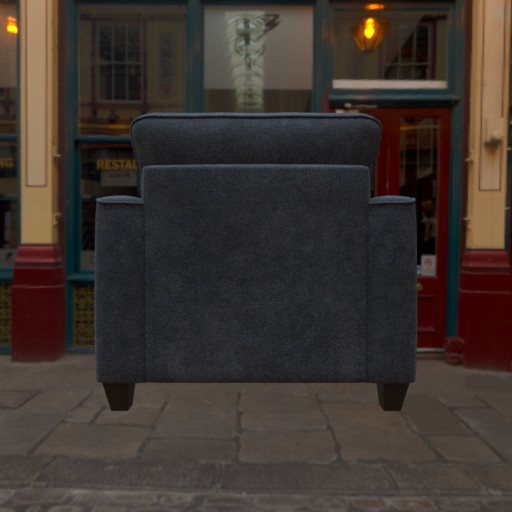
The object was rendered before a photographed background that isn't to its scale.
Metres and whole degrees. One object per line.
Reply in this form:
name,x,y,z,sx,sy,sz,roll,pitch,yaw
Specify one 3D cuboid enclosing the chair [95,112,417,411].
chair,0.000,0.000,1.807,1.015,0.965,0.939,0,1,0
